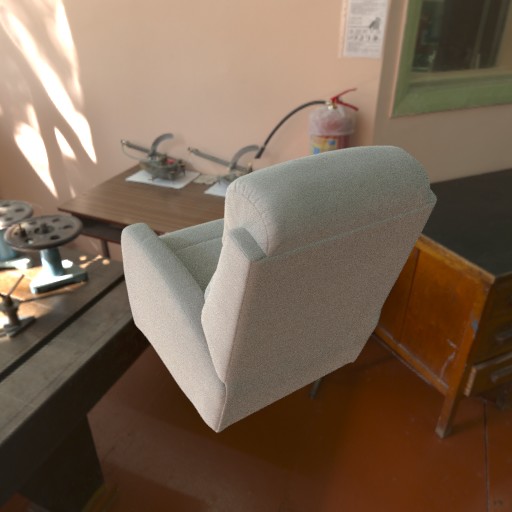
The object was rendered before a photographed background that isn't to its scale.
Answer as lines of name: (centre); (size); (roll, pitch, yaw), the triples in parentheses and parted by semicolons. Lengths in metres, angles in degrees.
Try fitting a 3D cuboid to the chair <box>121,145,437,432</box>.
chair: (0.000, 0.000, 1.704); (0.798, 1.013, 1.043); (-18, 35, -28)
